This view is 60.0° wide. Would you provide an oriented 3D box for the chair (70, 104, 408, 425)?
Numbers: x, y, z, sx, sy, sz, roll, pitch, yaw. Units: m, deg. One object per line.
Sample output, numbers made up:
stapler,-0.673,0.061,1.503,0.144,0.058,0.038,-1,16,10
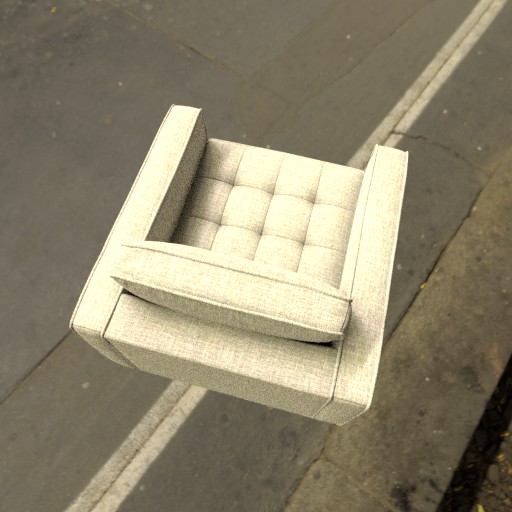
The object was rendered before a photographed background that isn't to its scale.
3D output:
chair,0.000,0.000,1.571,0.889,0.765,0.914,13,64,7
